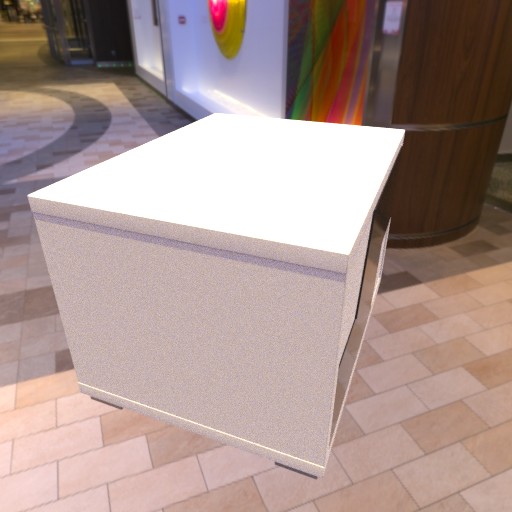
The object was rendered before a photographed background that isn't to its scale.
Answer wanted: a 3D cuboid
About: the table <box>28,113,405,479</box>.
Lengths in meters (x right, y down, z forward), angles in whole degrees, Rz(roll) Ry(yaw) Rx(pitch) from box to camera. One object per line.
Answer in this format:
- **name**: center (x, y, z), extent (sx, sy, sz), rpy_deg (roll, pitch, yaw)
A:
- **table**: center (0.000, 0.000, 0.776), extent (0.399, 0.357, 0.517), rpy_deg (11, 31, 19)
